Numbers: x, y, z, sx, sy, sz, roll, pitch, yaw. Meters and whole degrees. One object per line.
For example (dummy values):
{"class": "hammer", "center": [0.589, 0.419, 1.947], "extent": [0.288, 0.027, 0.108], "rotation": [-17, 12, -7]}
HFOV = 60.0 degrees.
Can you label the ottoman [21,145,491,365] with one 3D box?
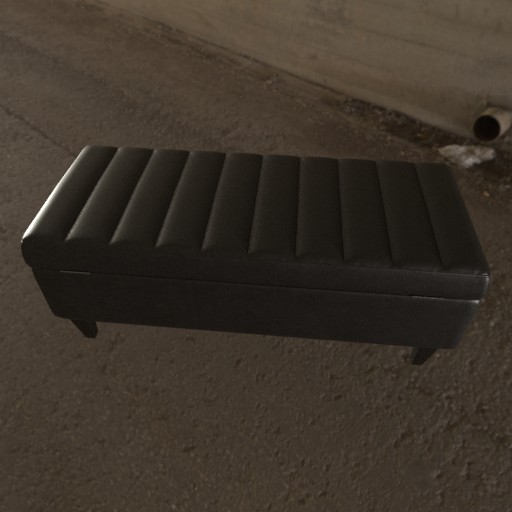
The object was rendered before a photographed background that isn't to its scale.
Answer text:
{"class": "ottoman", "center": [0.000, 0.000, 1.360], "extent": [1.151, 0.469, 0.482], "rotation": [4, 45, 4]}
